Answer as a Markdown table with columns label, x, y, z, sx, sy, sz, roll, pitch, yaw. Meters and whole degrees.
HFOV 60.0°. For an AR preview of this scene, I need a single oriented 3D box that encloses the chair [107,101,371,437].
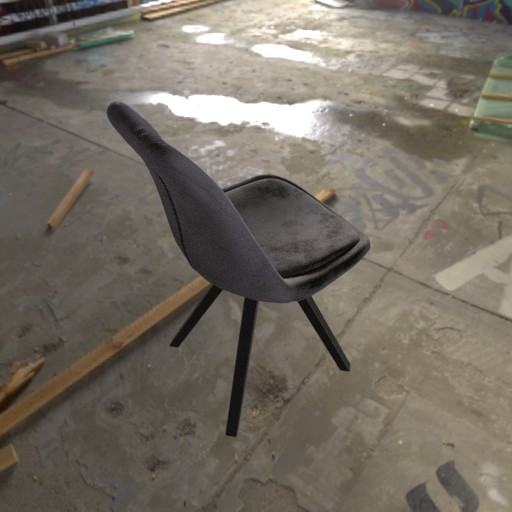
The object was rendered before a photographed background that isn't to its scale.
| label | x | y | z | sx | sy | sz | roll | pitch | yaw |
| --- | --- | --- | --- | --- | --- | --- | --- | --- | --- |
| chair | 0.000 | 0.000 | 1.171 | 0.550 | 0.850 | 0.476 | -23 | 45 | -25 |
